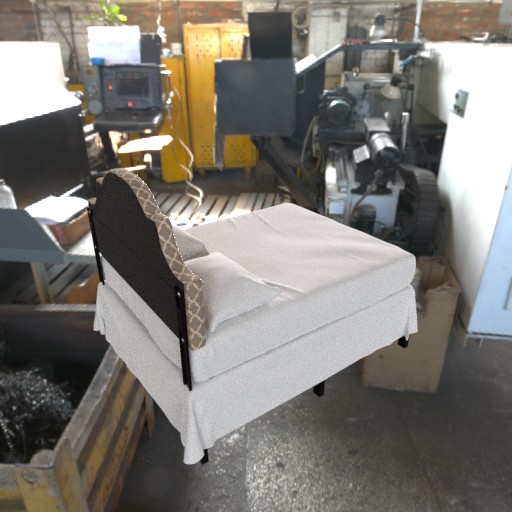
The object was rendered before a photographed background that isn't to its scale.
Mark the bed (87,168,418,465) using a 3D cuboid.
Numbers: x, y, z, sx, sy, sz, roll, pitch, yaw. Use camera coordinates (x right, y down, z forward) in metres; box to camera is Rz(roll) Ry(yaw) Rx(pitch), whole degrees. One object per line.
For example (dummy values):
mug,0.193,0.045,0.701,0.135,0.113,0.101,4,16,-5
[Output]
bed,0.000,0.000,3.422,2.222,1.633,1.780,-18,31,-32
